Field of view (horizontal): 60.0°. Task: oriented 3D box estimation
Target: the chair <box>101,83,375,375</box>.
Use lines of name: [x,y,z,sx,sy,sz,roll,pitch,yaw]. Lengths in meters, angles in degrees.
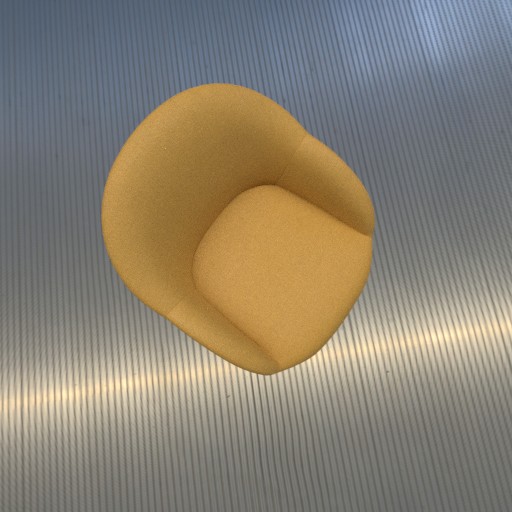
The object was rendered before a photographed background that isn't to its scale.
chair: [0.000,0.000,1.225,0.583,0.793,0.551,35,78,8]
